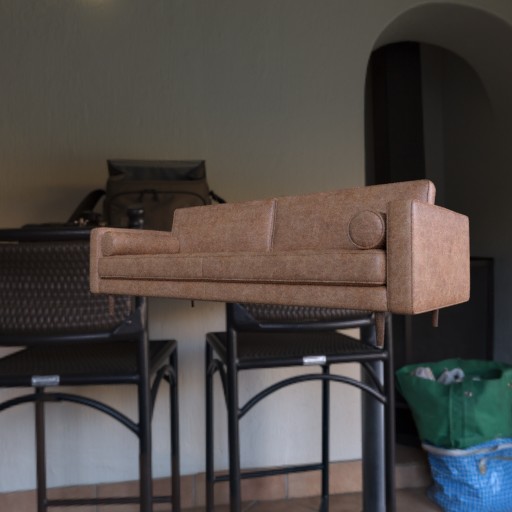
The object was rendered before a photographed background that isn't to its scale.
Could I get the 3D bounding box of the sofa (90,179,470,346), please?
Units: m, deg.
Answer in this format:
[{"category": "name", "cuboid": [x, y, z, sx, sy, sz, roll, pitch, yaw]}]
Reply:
[{"category": "sofa", "cuboid": [0.000, 0.000, 2.666, 2.200, 0.770, 0.919, -1, -2, 38]}]
